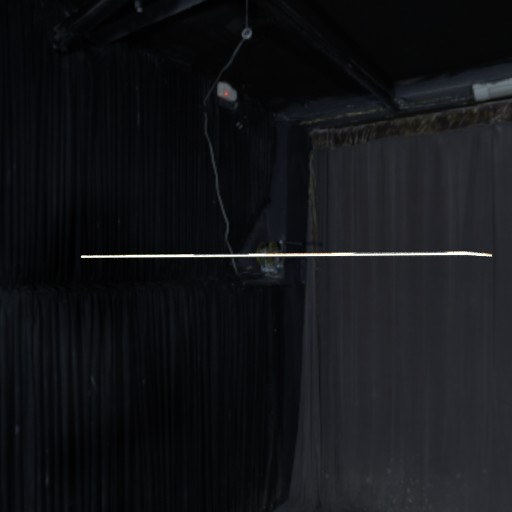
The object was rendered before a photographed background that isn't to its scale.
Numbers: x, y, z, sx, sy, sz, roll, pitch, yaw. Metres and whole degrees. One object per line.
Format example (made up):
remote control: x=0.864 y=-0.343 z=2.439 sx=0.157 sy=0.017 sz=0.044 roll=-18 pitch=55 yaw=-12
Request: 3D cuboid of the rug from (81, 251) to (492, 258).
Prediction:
rug: x=0.000 y=0.000 z=2.502 sx=2.287 sy=0.011 sz=0.687 roll=0 pitch=-1 yaw=35
